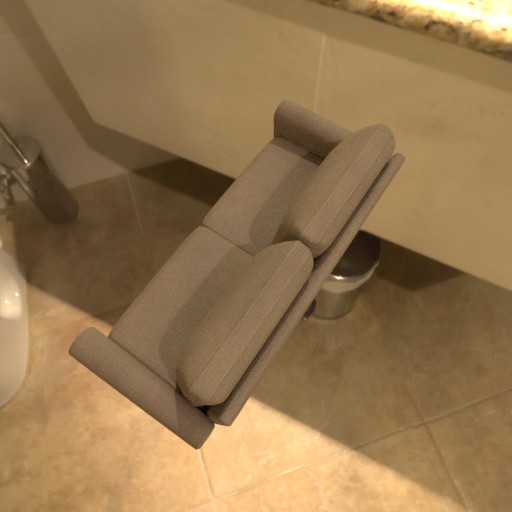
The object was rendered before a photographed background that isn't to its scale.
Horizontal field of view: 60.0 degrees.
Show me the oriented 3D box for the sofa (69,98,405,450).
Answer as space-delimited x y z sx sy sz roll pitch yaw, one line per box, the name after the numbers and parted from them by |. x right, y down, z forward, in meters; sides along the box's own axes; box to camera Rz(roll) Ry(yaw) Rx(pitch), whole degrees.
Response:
0.000 0.000 2.443 0.842 0.942 1.935 31 68 14 | sofa
